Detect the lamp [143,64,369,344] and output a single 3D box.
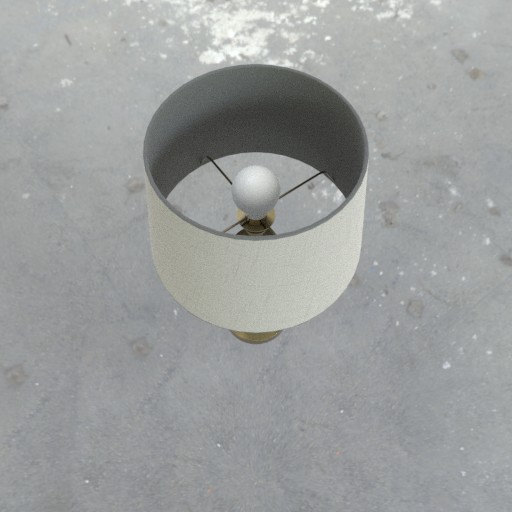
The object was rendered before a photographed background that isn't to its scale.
[{"bbox_3d":[0.000,0.000,0.724,0.309,0.545,0.309,0,63,0],"label":"lamp"}]
